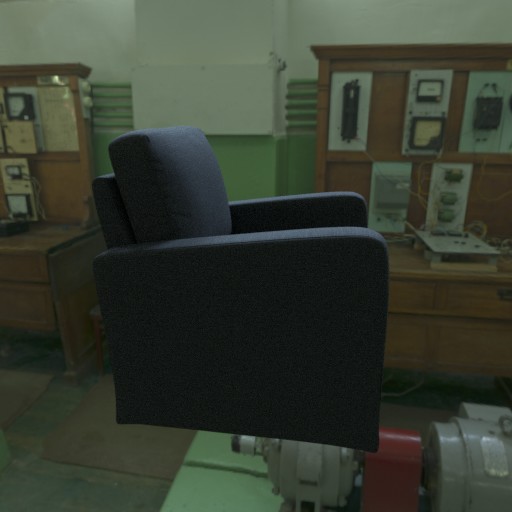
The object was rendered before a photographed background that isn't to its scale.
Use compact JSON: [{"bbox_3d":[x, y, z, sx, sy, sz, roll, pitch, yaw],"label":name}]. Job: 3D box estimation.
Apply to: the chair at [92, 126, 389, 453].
[{"bbox_3d":[0.000,0.000,1.514,0.863,0.855,0.798,3,16,9],"label":"chair"}]
